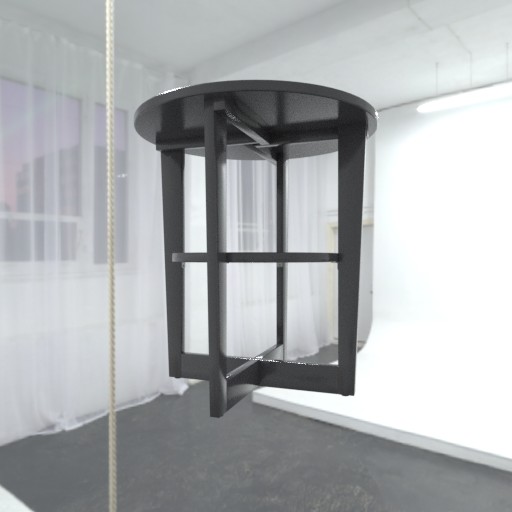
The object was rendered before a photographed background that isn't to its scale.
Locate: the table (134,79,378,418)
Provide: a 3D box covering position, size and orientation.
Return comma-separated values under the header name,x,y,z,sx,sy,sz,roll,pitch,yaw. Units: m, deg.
name,x,y,z,sx,sy,sz,roll,pitch,yaw
table,0.000,0.000,0.940,0.500,0.550,0.500,0,0,0
